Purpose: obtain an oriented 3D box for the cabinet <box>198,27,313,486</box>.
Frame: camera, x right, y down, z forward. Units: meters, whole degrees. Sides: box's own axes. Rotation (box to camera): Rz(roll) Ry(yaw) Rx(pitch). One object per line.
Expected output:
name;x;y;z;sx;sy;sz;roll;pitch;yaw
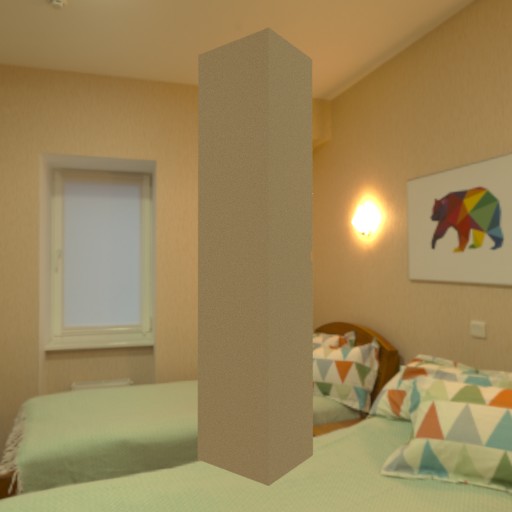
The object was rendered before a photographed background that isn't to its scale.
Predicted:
cabinet;0.000;0.000;1.551;0.300;1.400;0.269;-1;-1;37
